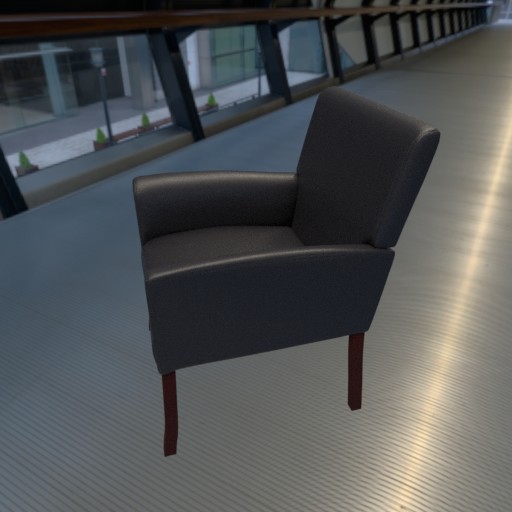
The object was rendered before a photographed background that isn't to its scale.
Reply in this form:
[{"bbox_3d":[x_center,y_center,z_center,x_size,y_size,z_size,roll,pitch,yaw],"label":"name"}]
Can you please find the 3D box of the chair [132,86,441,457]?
[{"bbox_3d":[0.000,0.000,1.483,0.772,0.951,0.683,-8,32,-14],"label":"chair"}]
